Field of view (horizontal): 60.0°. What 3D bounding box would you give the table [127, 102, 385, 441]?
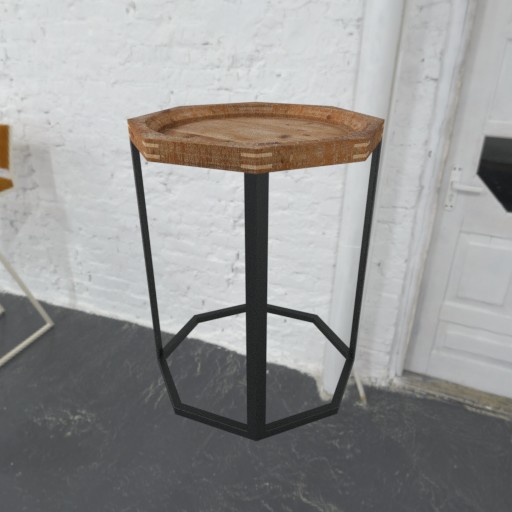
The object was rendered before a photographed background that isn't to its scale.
[{"bbox_3d":[0.000,0.000,0.909,0.458,0.543,0.458,0,27,0],"label":"table"}]
